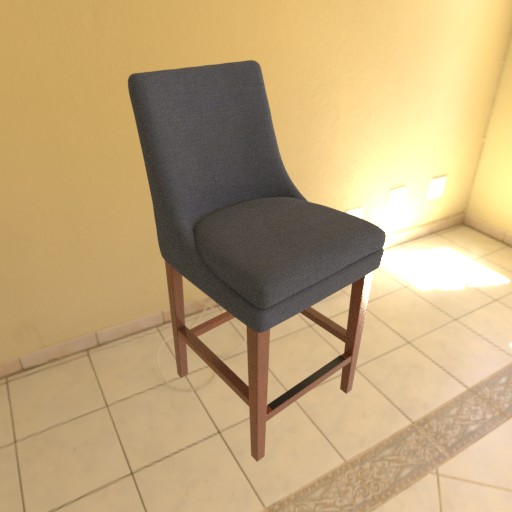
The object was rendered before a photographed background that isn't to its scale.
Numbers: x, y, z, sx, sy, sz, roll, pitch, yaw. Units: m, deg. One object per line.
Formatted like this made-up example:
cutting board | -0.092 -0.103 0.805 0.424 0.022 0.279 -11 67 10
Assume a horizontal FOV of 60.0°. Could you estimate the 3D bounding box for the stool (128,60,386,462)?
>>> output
stool | 0.000 0.000 1.299 0.470 0.981 0.577 -23 38 -33
